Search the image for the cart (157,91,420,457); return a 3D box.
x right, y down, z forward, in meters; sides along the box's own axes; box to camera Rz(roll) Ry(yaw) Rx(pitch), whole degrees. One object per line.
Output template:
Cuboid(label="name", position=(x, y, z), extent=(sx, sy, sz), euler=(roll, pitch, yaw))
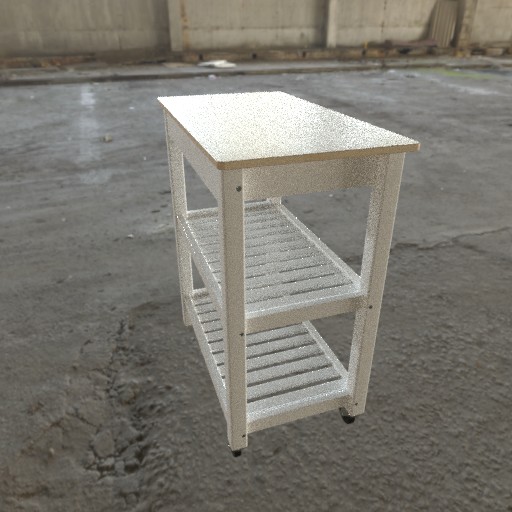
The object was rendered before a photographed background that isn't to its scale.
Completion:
Cuboid(label="cart", position=(0.000, 0.000, 1.487), extent=(0.457, 0.927, 0.899), euler=(-9, 29, -17))
